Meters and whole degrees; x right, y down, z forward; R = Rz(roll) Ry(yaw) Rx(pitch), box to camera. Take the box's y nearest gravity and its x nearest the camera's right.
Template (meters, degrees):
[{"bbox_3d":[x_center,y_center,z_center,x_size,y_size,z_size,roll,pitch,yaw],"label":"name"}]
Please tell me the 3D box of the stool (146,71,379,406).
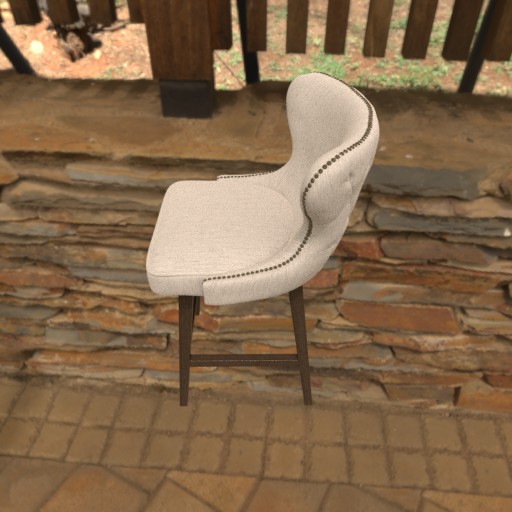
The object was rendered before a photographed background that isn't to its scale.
[{"bbox_3d":[0.000,0.000,1.399,0.597,0.972,0.615,0,39,0],"label":"stool"}]
